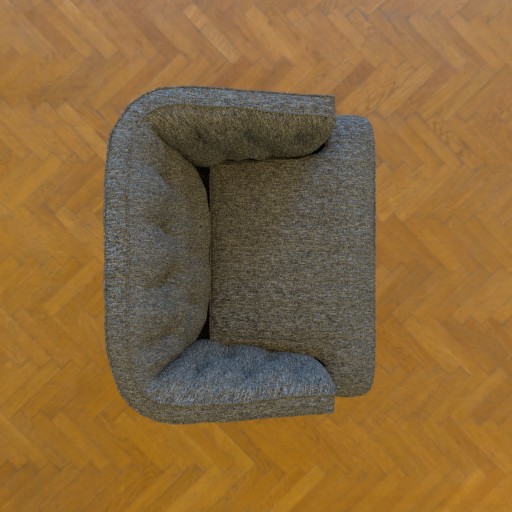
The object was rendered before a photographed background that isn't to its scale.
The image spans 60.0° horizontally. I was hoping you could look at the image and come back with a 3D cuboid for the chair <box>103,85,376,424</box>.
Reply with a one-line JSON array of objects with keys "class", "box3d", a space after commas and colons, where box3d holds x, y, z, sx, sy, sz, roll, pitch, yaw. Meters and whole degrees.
[{"class": "chair", "box3d": [0.000, 0.000, 1.745, 0.941, 0.852, 1.104, 0, 90, -1]}]
